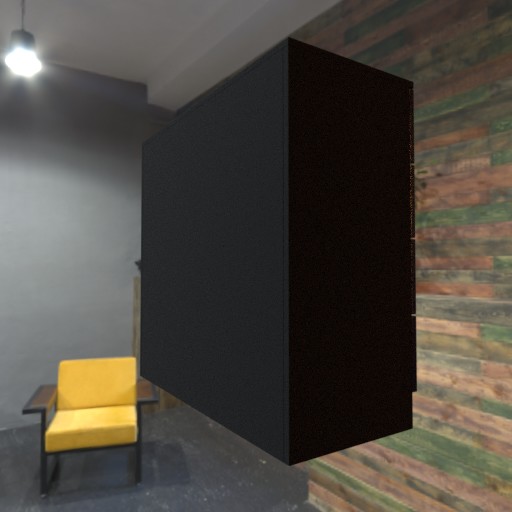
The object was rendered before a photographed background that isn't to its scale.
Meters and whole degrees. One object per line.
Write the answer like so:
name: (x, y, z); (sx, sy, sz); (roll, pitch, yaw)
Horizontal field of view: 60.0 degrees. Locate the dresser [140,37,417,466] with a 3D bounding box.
dresser: (0.000, 0.000, 1.153); (0.360, 0.720, 0.750); (1, -2, -33)
